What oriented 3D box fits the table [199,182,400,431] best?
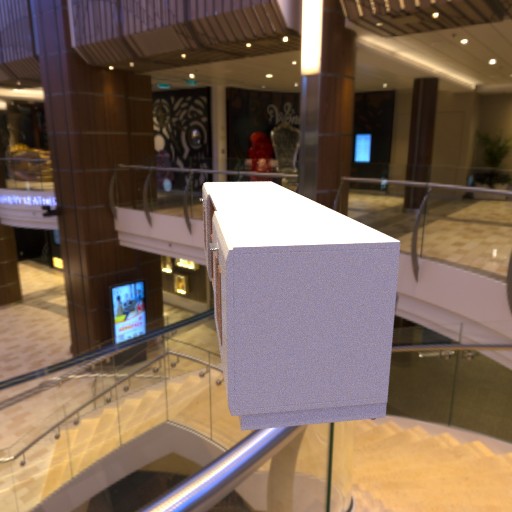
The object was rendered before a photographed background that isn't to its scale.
[{"bbox_3d":[0.000,0.000,1.725,0.400,0.440,1.550,-2,14,-8],"label":"table"}]
